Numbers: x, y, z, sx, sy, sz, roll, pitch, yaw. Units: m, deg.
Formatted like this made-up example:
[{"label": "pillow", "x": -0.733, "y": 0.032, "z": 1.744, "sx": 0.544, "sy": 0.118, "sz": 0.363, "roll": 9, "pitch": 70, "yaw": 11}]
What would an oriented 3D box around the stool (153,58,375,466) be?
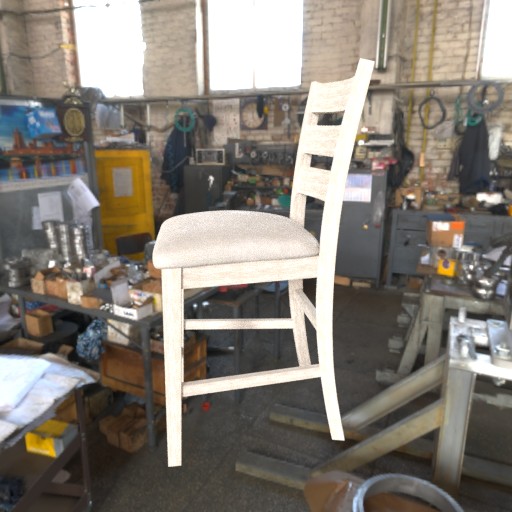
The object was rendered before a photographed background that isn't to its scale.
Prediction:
[{"label": "stool", "x": 0.000, "y": 0.000, "z": 1.319, "sx": 0.569, "sy": 1.032, "sz": 0.484, "roll": -2, "pitch": 15, "yaw": -8}]
